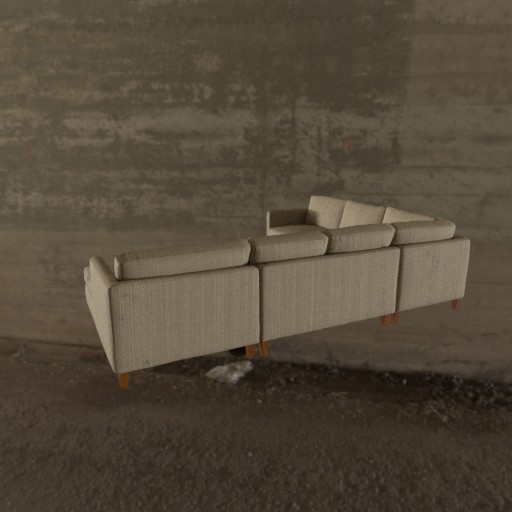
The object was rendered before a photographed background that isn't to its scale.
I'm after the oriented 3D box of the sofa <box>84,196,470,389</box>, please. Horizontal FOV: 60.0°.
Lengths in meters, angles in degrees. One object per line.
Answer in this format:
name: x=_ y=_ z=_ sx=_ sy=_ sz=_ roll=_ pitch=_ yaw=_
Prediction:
sofa: x=0.000 y=0.000 z=4.743 sx=3.460 sy=0.961 sz=2.594 roll=-7 pitch=16 yaw=-26
